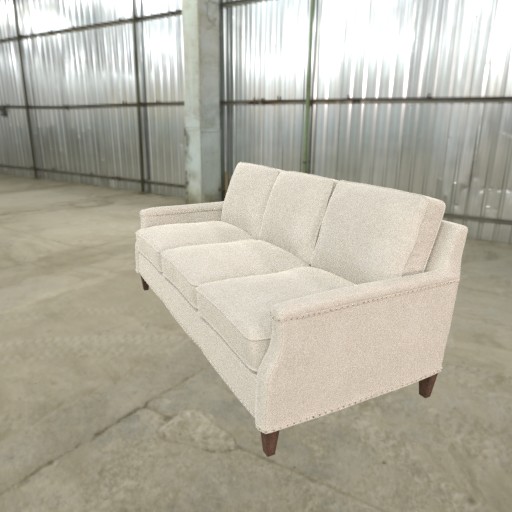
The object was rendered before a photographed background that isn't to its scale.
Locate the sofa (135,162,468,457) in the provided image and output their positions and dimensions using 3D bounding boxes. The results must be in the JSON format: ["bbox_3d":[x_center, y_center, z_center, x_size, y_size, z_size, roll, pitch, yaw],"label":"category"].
[{"bbox_3d":[0.000,0.000,2.790,1.084,1.003,2.246,-8,19,-26],"label":"sofa"}]
